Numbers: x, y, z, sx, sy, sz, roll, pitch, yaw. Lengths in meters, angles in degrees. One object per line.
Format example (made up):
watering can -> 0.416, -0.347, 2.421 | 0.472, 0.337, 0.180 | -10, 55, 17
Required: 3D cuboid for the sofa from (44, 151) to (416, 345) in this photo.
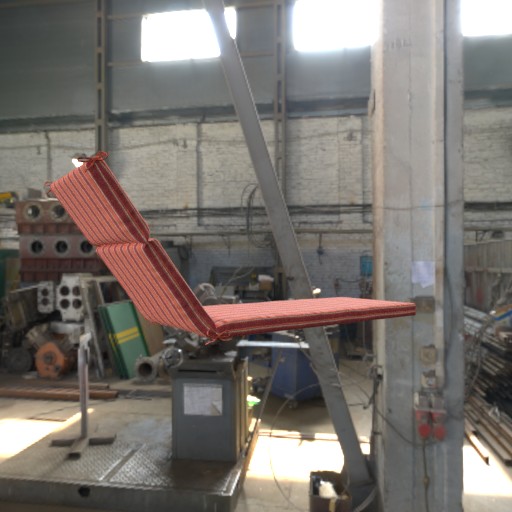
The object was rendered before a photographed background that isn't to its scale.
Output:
sofa -> 0.000, 0.000, 1.986 | 1.663, 0.622, 0.582 | 1, -1, -36
